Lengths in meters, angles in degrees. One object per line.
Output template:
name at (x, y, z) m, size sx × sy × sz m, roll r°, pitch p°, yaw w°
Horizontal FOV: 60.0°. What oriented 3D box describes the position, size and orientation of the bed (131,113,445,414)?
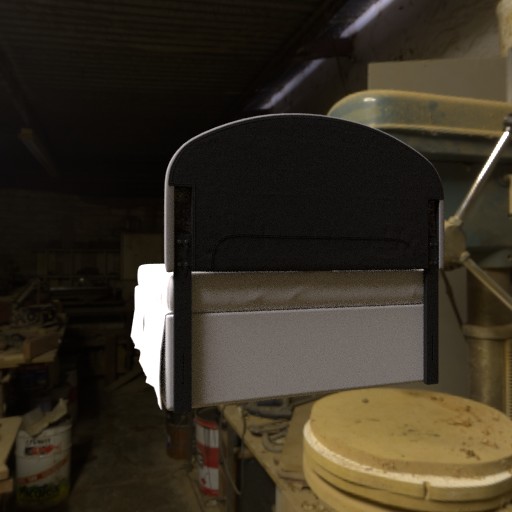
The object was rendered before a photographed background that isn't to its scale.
bed at (0.000, 0.000, 3.144) m, size 1.607 × 1.410 × 2.005 m, roll 0°, pitch 0°, yaw -19°
